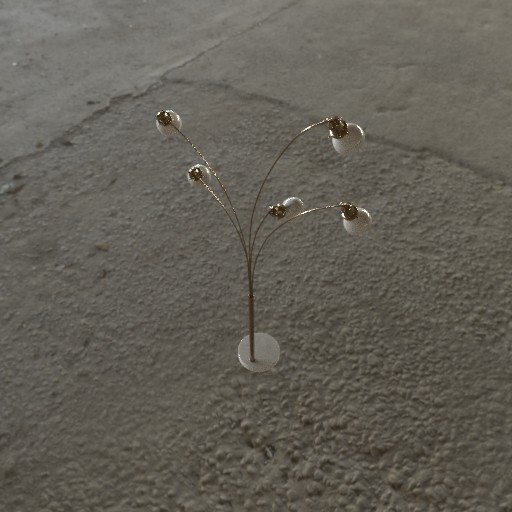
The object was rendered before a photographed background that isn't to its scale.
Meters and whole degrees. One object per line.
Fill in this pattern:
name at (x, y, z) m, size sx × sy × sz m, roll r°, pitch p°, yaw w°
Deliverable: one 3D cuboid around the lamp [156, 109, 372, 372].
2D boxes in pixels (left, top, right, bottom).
lamp at (0.000, 0.000, 3.022) m, size 1.405 × 2.423 × 0.361 m, roll 25°, pitch 51°, yaw 22°
